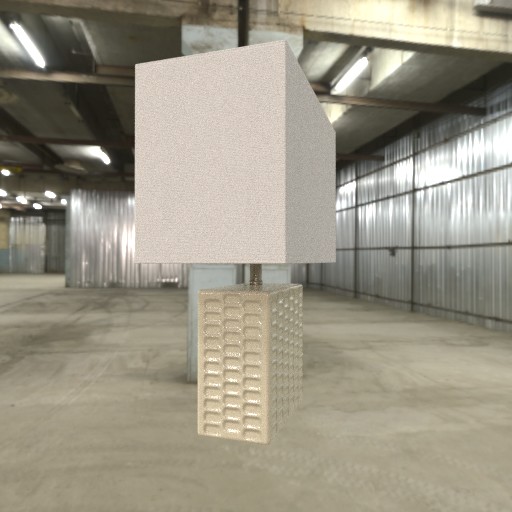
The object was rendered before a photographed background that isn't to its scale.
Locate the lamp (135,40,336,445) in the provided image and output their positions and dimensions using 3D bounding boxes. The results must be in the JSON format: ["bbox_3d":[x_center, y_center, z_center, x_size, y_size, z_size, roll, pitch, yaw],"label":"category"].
[{"bbox_3d":[0.000,0.000,0.713,0.200,0.515,0.380,0,-1,19],"label":"lamp"}]
